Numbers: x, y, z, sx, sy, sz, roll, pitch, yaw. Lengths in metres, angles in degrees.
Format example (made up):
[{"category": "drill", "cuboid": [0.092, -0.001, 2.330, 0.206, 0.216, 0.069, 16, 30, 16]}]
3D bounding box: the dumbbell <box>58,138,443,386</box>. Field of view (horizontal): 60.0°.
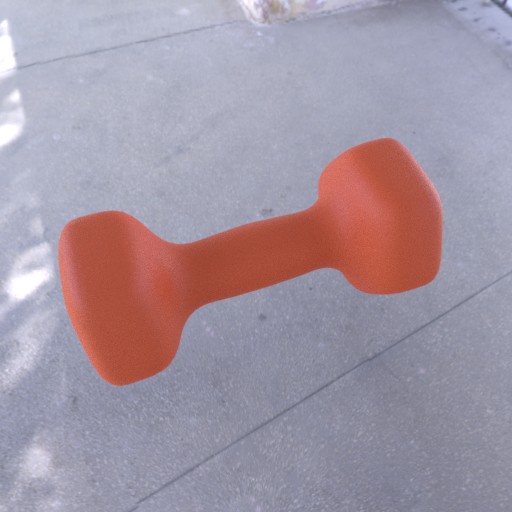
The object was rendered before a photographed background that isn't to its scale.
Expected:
[{"category": "dumbbell", "cuboid": [0.000, 0.000, 0.204, 0.162, 0.071, 0.079, -16, 59, -10]}]
